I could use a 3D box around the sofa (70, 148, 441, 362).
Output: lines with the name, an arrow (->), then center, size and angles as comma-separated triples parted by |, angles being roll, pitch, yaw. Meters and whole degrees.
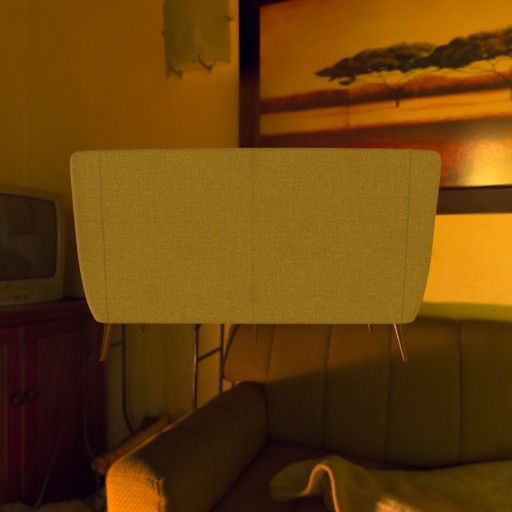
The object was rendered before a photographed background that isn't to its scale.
sofa -> 0.000, 0.000, 2.262 | 1.652, 0.888, 0.965 | 0, -1, 1
